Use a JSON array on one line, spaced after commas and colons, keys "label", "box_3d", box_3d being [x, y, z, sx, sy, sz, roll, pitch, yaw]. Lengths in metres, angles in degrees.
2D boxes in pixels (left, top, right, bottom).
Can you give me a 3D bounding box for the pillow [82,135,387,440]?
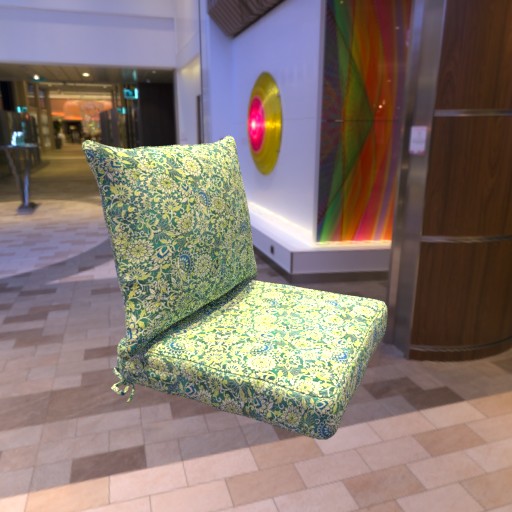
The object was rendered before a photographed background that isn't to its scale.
[{"label": "pillow", "box_3d": [0.000, 0.000, 1.395, 0.740, 0.722, 0.798, 8, 18, 25]}]
